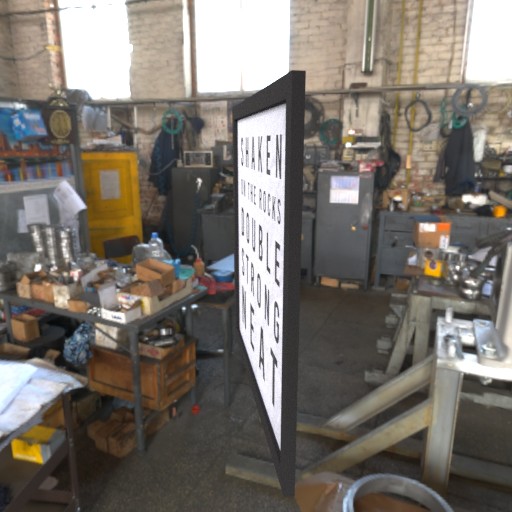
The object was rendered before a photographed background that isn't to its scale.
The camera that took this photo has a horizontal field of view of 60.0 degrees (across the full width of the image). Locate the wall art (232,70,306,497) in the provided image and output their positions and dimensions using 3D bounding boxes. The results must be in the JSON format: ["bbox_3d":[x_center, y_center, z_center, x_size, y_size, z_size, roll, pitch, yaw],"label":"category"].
[{"bbox_3d":[0.000,0.000,0.671,0.013,0.458,0.456,-2,15,-9],"label":"wall art"}]
